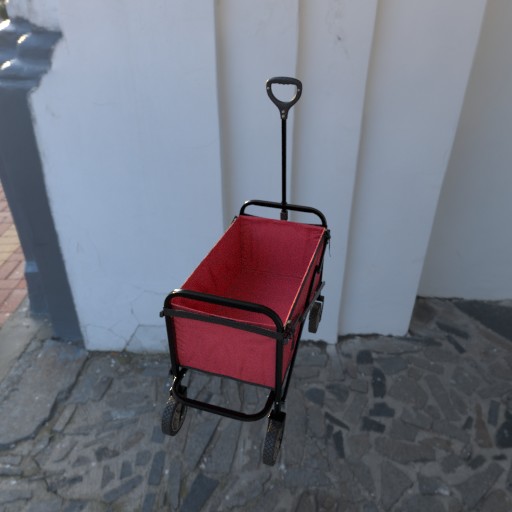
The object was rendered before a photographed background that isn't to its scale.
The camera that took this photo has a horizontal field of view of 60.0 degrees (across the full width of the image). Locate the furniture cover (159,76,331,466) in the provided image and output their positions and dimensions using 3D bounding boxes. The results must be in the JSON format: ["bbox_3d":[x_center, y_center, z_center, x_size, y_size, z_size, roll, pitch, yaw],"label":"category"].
[{"bbox_3d":[0.000,0.000,1.856,0.532,1.295,1.038,10,33,15],"label":"furniture cover"}]
